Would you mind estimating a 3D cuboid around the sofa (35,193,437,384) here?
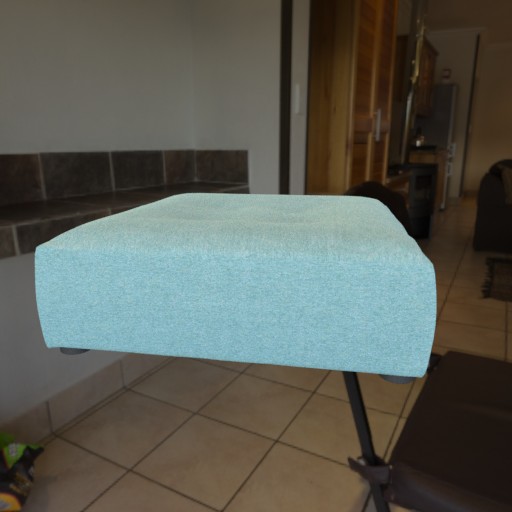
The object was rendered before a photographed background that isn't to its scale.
[{"bbox_3d":[0.000,0.000,1.449,0.930,0.330,0.930,2,14,10],"label":"sofa"}]
